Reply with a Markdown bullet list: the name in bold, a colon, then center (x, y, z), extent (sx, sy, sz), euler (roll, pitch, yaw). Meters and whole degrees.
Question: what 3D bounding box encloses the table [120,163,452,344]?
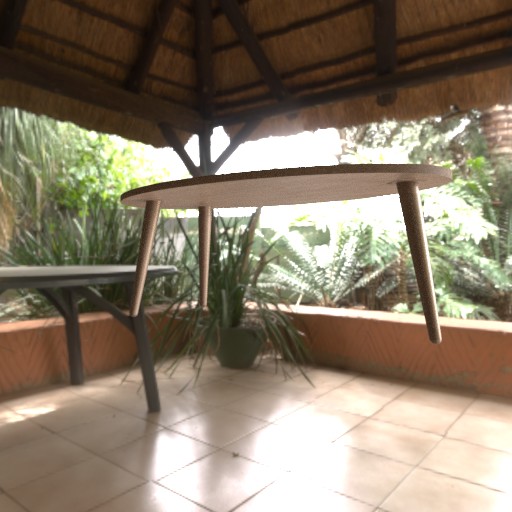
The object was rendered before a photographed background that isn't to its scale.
- **table**: center (0.000, 0.000, 1.309), extent (1.083, 0.390, 0.542), euler (0, 1, 38)
